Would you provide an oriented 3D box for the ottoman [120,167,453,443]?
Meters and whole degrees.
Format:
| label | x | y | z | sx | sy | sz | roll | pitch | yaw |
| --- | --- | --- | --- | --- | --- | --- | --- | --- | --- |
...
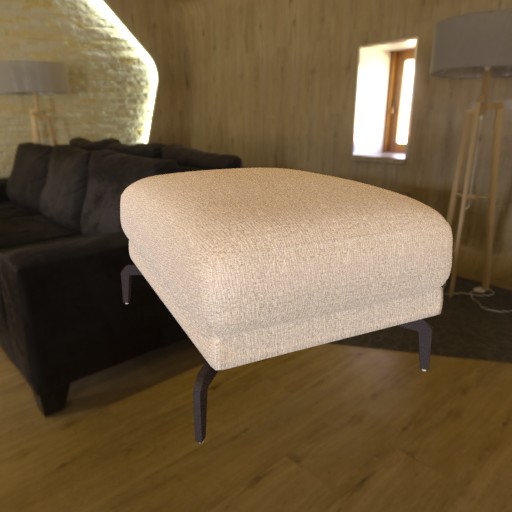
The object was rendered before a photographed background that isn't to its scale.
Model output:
| label | x | y | z | sx | sy | sz | roll | pitch | yaw |
| --- | --- | --- | --- | --- | --- | --- | --- | --- | --- |
| ottoman | 0.000 | 0.000 | 1.121 | 0.568 | 0.420 | 0.772 | -8 | 19 | -25 |
